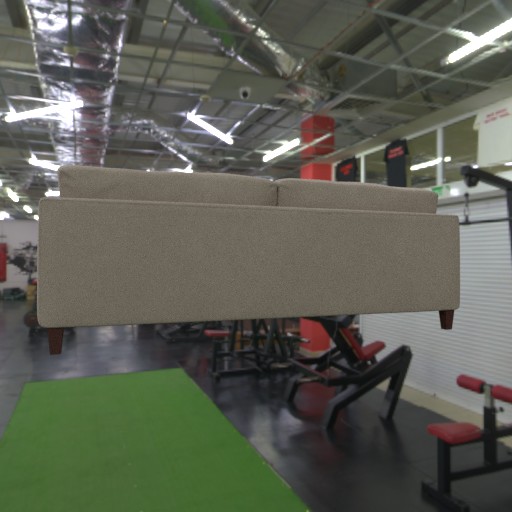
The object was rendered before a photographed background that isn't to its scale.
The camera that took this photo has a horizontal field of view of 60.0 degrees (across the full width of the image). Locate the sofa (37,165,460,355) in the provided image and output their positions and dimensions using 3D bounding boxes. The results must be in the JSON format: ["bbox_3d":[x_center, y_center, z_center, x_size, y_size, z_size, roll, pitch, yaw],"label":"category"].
[{"bbox_3d":[0.000,0.000,2.807,2.404,0.912,0.988,0,-1,-19],"label":"sofa"}]
